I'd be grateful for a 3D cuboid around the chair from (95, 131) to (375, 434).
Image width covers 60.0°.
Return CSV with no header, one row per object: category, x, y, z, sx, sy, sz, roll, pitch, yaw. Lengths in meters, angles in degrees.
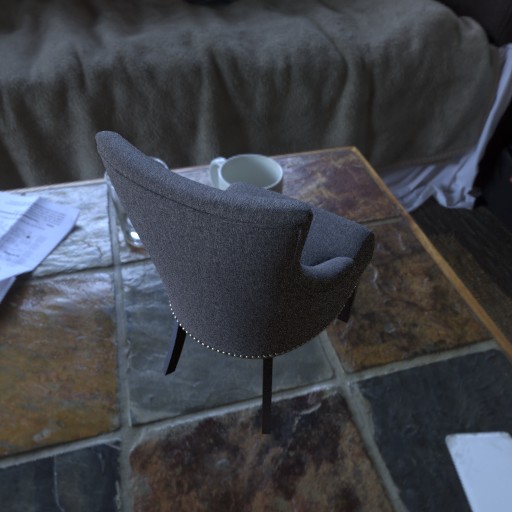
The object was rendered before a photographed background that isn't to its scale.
chair,0.000,0.000,1.310,0.566,0.909,0.629,24,51,21
